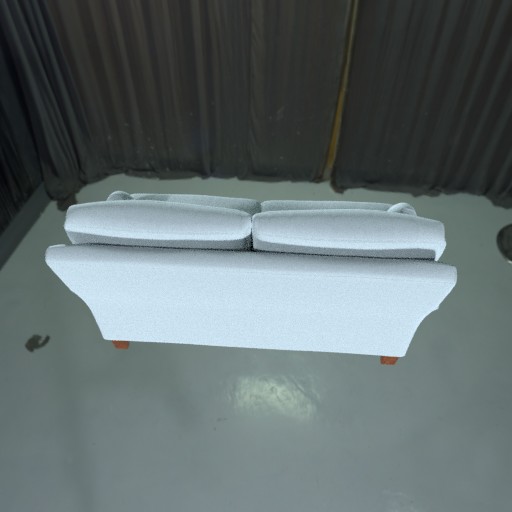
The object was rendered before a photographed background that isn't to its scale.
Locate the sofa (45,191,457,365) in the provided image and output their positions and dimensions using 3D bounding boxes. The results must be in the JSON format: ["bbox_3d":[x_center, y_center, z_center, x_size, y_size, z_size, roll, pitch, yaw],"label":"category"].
[{"bbox_3d":[0.000,0.000,2.571,1.853,1.101,1.084,3,45,3],"label":"sofa"}]
